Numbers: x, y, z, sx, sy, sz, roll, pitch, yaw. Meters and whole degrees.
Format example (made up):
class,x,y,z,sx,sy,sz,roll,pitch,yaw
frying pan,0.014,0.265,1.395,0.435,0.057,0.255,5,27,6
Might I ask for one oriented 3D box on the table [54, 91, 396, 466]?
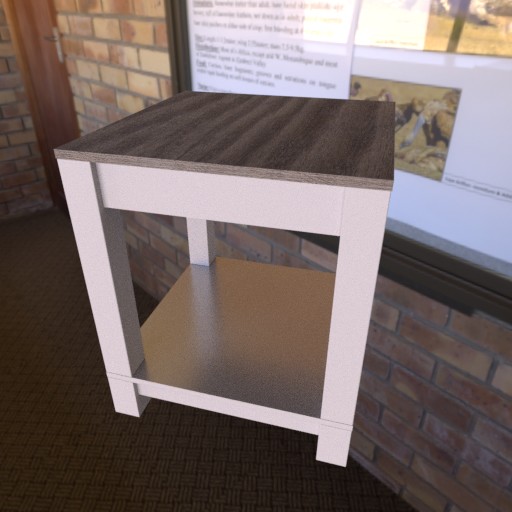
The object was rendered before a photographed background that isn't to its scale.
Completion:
class,x,y,z,sx,sy,sz,roll,pitch,yaw
table,0.000,0.000,0.981,0.504,0.587,0.506,8,31,13
